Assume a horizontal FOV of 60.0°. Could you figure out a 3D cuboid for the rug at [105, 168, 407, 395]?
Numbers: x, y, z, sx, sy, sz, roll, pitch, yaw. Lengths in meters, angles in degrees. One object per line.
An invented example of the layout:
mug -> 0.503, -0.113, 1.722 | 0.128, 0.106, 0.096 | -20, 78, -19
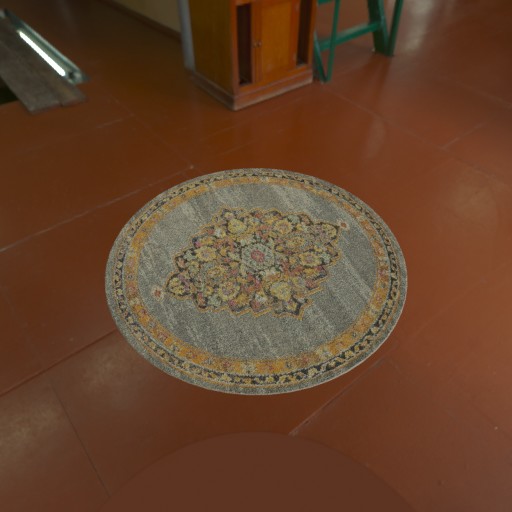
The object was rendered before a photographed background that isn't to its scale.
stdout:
rug -> 0.000, 0.000, 2.405 | 1.598, 0.010, 1.598 | 0, 47, 0
